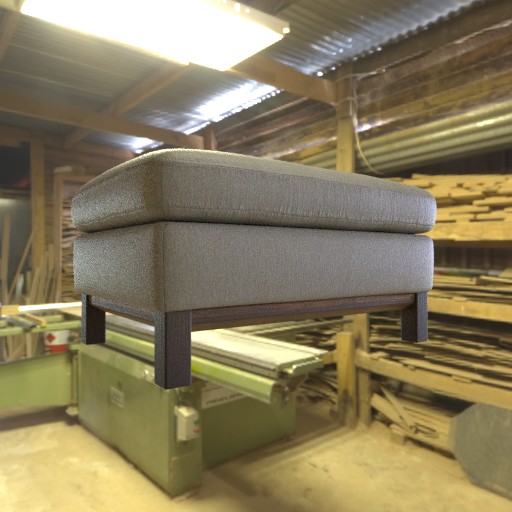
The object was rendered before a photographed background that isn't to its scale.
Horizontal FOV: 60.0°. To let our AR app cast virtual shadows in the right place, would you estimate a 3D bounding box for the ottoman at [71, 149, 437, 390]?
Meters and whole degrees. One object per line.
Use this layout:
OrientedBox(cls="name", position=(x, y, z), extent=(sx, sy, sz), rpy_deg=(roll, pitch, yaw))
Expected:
OrientedBox(cls="ottoman", position=(0.000, 0.000, 1.044), extent=(0.735, 0.404, 0.528), rpy_deg=(0, 0, -36))
